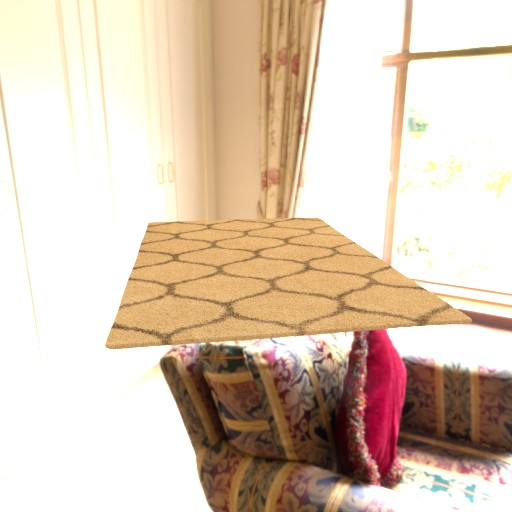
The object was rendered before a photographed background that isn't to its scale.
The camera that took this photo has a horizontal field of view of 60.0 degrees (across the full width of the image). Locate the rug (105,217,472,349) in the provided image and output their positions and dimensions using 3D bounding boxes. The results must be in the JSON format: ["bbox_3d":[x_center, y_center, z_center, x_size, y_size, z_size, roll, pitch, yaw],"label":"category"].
[{"bbox_3d":[0.000,0.000,3.382,1.801,0.026,2.701,-3,16,-9],"label":"rug"}]
